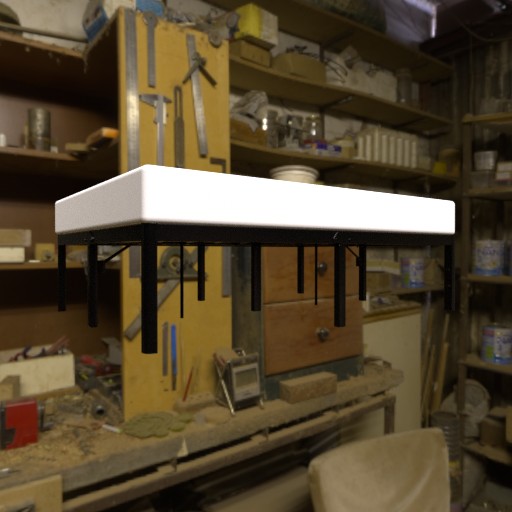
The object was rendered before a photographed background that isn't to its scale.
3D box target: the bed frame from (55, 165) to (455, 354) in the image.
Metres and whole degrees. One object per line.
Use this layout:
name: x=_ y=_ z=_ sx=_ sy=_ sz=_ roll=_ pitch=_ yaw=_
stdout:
bed frame: x=0.000 y=0.000 z=2.653 sx=1.956 sy=0.659 sz=1.408 roll=0 pitch=1 yaw=-36
